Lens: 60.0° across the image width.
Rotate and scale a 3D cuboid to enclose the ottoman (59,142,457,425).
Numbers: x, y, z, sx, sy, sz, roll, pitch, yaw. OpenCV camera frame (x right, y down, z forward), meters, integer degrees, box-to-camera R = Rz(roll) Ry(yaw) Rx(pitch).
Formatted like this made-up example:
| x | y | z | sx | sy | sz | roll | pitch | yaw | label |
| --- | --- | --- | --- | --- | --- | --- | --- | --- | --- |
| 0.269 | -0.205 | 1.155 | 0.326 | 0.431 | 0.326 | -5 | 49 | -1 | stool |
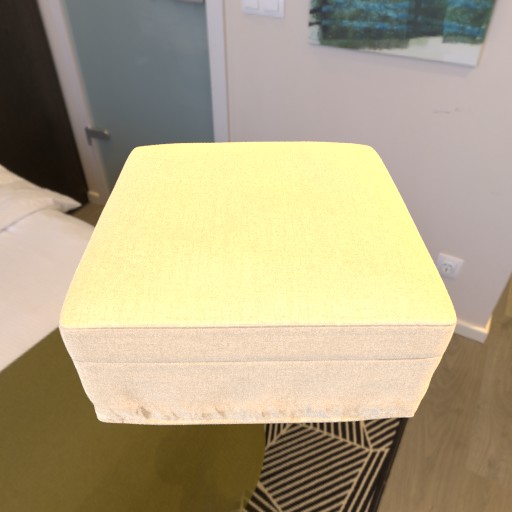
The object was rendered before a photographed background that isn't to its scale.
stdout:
| x | y | z | sx | sy | sz | roll | pitch | yaw | label |
| --- | --- | --- | --- | --- | --- | --- | --- | --- | --- |
| 0.000 | 0.000 | 1.310 | 0.843 | 0.436 | 0.840 | -1 | 40 | -1 | ottoman |
